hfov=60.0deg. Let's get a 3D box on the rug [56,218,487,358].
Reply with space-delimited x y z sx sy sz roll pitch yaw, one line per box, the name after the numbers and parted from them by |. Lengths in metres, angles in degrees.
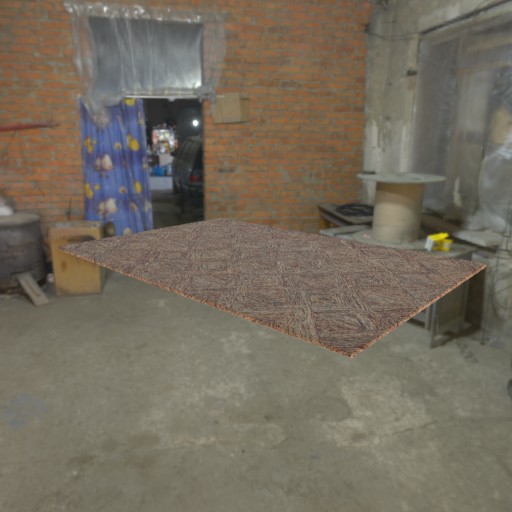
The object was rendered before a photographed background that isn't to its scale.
0.000 0.000 2.806 2.285 0.019 1.523 13 20 41 | rug
